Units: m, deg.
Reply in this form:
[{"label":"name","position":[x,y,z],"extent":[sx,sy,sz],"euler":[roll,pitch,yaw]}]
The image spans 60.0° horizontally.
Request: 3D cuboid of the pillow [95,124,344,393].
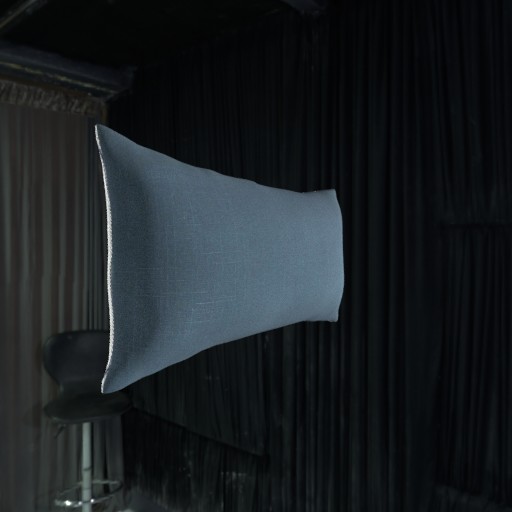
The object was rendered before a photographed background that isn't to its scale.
[{"label":"pillow","position":[0.000,0.000,0.739],"extent":[0.151,0.305,0.609],"euler":[1,2,35]}]
